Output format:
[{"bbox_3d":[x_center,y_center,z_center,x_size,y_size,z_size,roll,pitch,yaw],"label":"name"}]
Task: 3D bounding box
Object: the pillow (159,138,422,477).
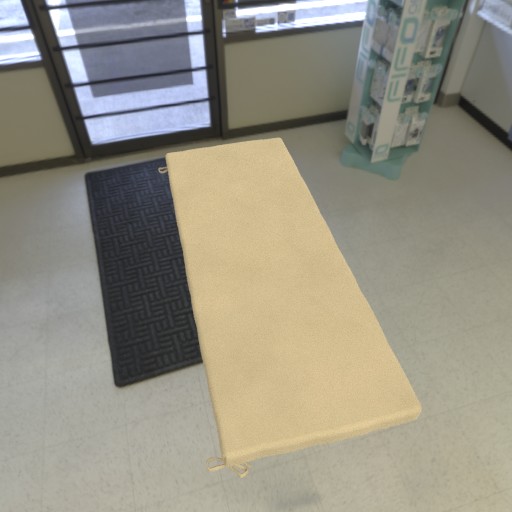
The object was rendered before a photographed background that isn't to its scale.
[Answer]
[{"bbox_3d":[0.000,0.000,1.339,0.492,0.081,1.187,-10,48,-9],"label":"pillow"}]
